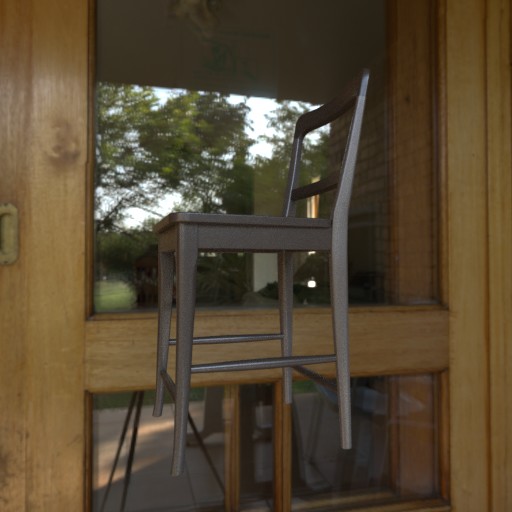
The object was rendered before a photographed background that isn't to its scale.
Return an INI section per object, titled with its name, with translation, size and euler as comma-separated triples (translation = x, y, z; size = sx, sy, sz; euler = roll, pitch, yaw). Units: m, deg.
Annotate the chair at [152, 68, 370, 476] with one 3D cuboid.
[chair]
translation = 0.000, 0.000, 1.275
size = 0.546, 0.991, 0.450
euler = 0, -1, -19
